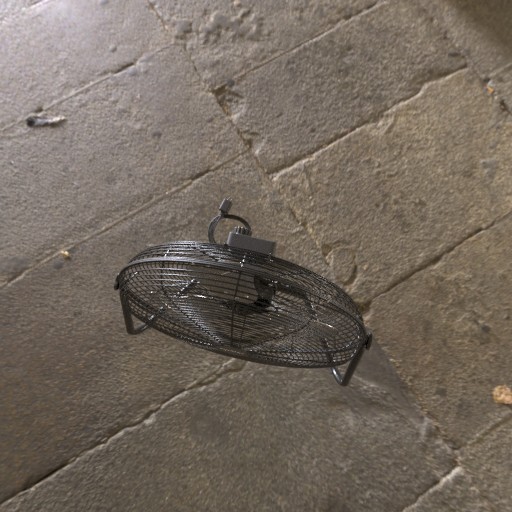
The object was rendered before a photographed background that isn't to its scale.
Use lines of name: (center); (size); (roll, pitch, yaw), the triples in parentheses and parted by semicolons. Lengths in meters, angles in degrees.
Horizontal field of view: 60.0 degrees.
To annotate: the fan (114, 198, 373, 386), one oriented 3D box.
fan: (0.000, 0.000, 1.018); (0.595, 0.605, 0.470); (13, 76, 3)
